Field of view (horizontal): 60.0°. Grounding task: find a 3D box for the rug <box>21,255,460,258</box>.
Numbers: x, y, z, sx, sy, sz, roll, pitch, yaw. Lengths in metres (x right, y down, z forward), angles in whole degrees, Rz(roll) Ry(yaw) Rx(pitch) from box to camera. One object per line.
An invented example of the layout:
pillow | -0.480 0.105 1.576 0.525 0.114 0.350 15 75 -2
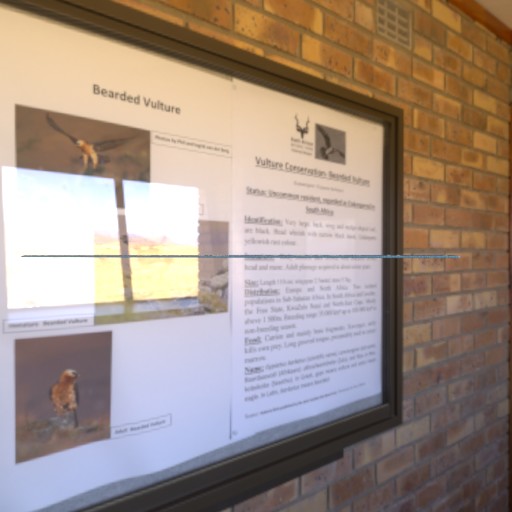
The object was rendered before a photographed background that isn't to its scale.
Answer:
rug | 0.000 0.000 2.811 2.205 0.012 1.554 0 0 19
